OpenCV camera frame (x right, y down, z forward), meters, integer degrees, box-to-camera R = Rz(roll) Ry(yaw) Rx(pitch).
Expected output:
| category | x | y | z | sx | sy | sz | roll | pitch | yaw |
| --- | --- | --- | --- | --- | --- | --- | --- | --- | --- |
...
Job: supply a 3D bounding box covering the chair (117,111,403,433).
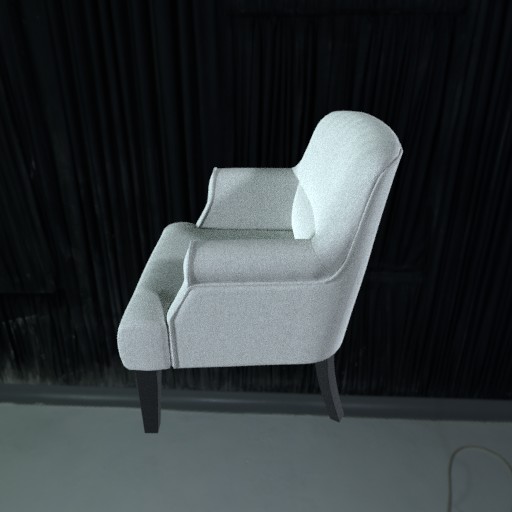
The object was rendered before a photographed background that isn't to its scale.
| category | x | y | z | sx | sy | sz | roll | pitch | yaw |
| --- | --- | --- | --- | --- | --- | --- | --- | --- | --- |
| chair | 0.000 | 0.000 | 1.465 | 0.750 | 0.875 | 0.781 | 0 | 26 | 0 |
